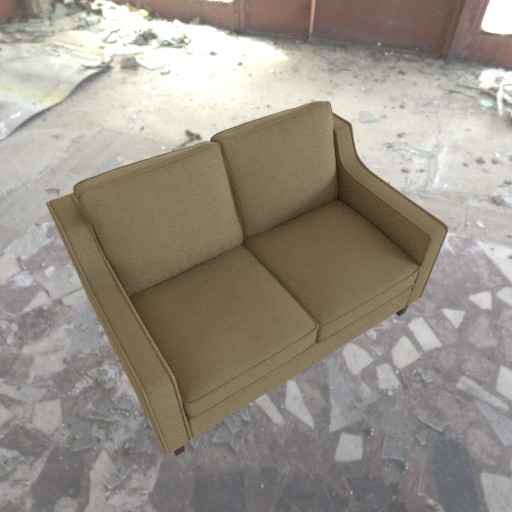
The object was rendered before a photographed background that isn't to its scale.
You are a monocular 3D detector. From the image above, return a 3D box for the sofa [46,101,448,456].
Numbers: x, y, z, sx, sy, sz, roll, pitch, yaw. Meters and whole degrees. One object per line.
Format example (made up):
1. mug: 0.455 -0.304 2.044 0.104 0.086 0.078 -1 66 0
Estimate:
1. sofa: 0.000 0.000 2.119 1.501 0.971 0.987 -25 51 -22
